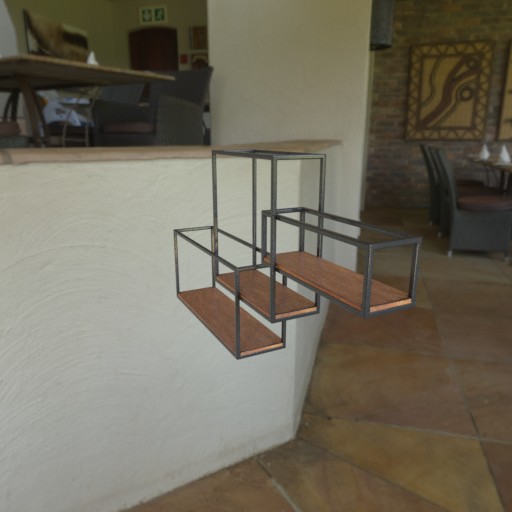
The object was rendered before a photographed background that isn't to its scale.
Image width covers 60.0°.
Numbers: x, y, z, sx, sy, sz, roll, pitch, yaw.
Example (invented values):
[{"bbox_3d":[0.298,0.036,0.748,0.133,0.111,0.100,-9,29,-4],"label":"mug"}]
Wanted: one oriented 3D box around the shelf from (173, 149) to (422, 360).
[{"bbox_3d":[0.000,0.000,2.114,0.275,0.972,1.781,-8,17,-26],"label":"shelf"}]
